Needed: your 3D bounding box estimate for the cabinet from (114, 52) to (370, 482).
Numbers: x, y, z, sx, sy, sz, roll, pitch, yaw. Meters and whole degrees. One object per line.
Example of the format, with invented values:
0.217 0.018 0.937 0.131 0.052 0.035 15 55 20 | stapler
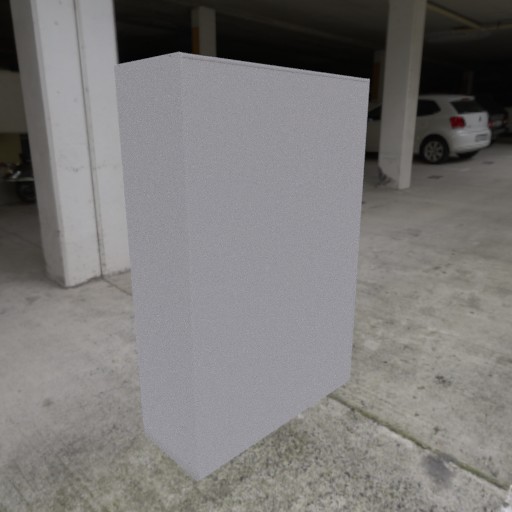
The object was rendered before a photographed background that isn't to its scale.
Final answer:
0.000 0.000 2.489 1.290 1.910 0.510 -15 22 -42 | cabinet
